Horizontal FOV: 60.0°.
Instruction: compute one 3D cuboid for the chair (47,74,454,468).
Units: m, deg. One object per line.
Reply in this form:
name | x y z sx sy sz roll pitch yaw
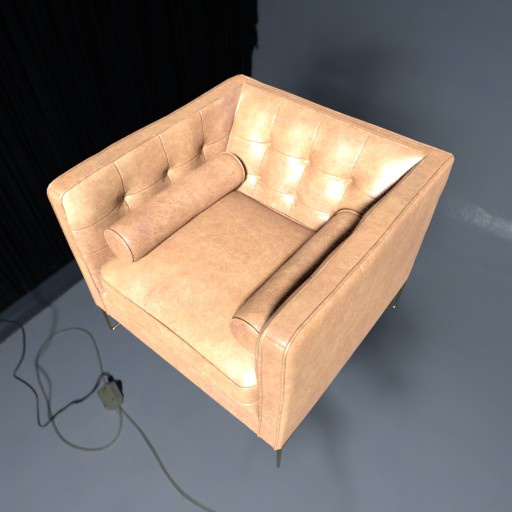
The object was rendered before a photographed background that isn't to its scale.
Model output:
chair | 0.000 0.000 1.625 0.920 0.797 0.912 31 54 25
